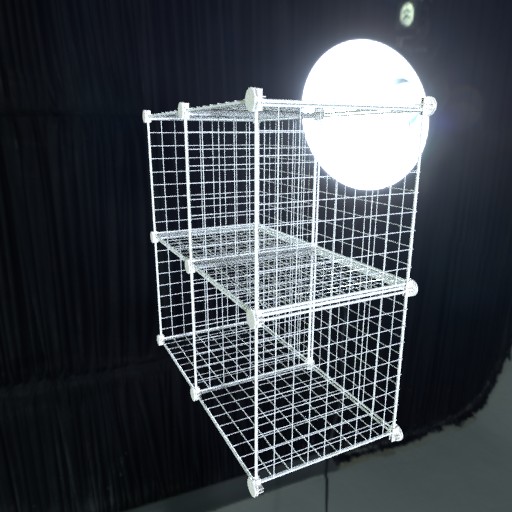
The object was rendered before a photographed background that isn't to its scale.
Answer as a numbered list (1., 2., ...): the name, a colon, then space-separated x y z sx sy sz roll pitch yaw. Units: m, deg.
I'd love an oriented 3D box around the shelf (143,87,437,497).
1. shelf: 0.000 0.000 1.099 0.356 0.711 0.711 -7 17 -25
